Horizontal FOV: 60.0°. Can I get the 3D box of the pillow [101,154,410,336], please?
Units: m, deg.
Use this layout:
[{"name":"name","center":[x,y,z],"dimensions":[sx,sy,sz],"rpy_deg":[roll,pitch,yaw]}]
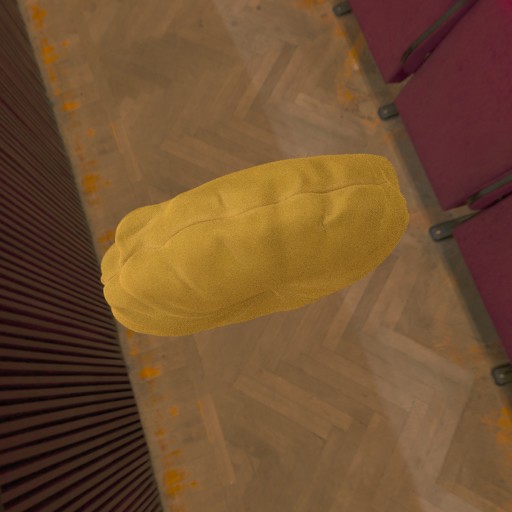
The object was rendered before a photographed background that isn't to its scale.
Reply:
[{"name":"pillow","center":[0.000,0.000,0.616],"dimensions":[0.428,0.407,0.148],"rpy_deg":[-16,75,-4]}]
